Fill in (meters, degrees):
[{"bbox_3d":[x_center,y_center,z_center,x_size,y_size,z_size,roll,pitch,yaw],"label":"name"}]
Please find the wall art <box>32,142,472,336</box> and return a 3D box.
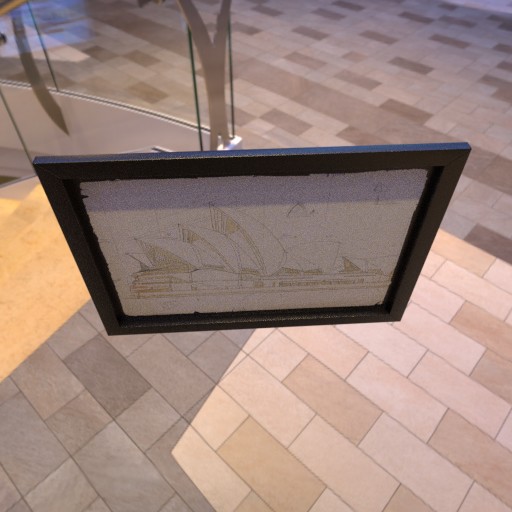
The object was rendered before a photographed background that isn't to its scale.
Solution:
[{"bbox_3d":[0.000,0.000,0.559,0.440,0.306,0.013,-2,47,-2],"label":"wall art"}]
